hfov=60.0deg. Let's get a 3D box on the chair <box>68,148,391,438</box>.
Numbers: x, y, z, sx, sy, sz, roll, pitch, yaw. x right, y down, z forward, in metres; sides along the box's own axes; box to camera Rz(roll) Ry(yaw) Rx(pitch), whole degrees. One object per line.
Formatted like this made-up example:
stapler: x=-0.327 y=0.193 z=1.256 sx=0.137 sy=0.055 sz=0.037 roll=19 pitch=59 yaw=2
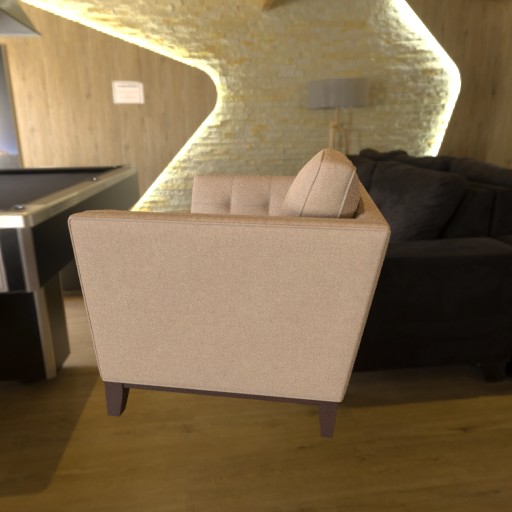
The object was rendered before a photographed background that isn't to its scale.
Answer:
chair: x=0.000 y=0.000 z=2.015 sx=0.965 sy=0.940 sz=1.397 roll=2 pitch=16 yaw=9
